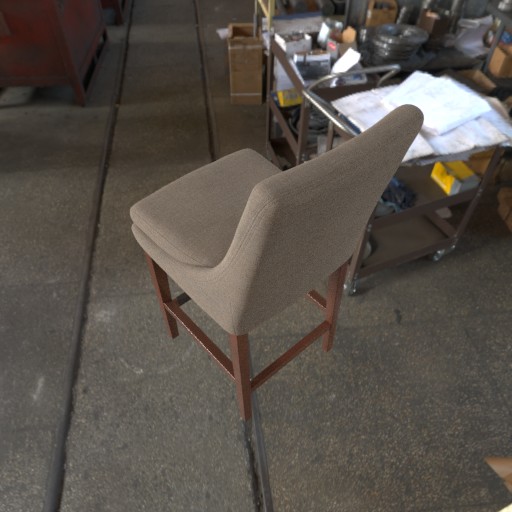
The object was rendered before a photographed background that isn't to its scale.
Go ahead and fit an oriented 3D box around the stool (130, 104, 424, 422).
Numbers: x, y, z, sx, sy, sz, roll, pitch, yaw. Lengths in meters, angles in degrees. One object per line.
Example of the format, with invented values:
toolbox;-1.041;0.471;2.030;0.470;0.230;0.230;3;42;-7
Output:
stool;0.000;0.000;1.253;0.470;0.981;0.577;-33;55;-27
